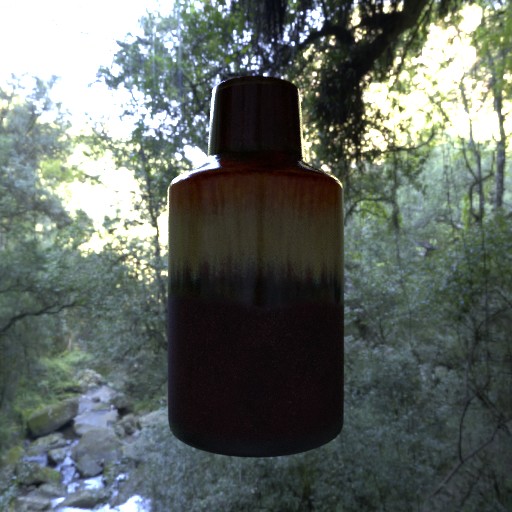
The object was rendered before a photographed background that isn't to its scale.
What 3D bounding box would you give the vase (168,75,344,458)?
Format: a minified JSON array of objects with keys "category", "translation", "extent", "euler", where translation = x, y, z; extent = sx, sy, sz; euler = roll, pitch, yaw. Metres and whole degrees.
[{"category":"vase","translation":[0.000,0.000,0.276],"extent":[0.108,0.204,0.108],"euler":[0,1,0]}]
